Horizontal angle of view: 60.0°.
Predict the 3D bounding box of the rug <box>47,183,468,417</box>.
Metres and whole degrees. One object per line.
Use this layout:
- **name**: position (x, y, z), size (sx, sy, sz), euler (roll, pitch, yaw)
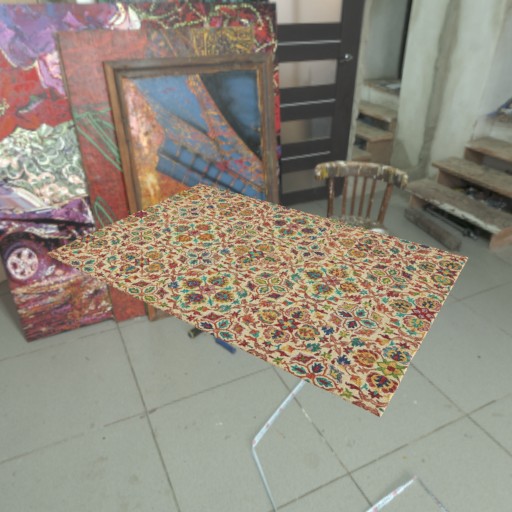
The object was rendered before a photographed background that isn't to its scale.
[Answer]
- **rug**: position (0.000, 0.000, 2.321), size (1.838, 0.013, 1.226), euler (19, 36, 29)
